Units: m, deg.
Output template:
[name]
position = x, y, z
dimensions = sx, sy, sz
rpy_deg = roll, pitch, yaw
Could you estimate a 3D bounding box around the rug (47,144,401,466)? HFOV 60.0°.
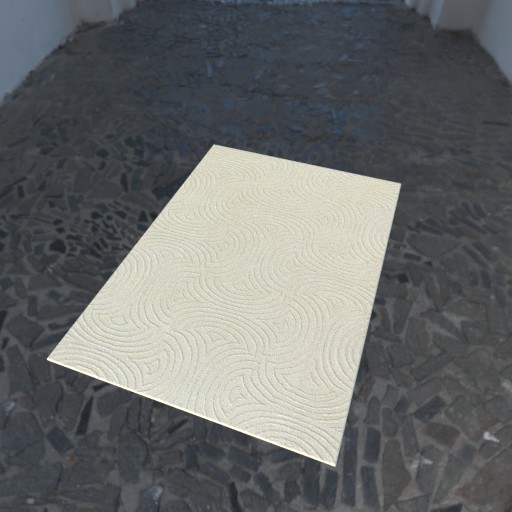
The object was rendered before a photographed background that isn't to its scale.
[rug]
position = 0.000, 0.000, 2.802
dimensions = 1.526, 0.015, 2.132
rpy_deg = 15, 49, 14
